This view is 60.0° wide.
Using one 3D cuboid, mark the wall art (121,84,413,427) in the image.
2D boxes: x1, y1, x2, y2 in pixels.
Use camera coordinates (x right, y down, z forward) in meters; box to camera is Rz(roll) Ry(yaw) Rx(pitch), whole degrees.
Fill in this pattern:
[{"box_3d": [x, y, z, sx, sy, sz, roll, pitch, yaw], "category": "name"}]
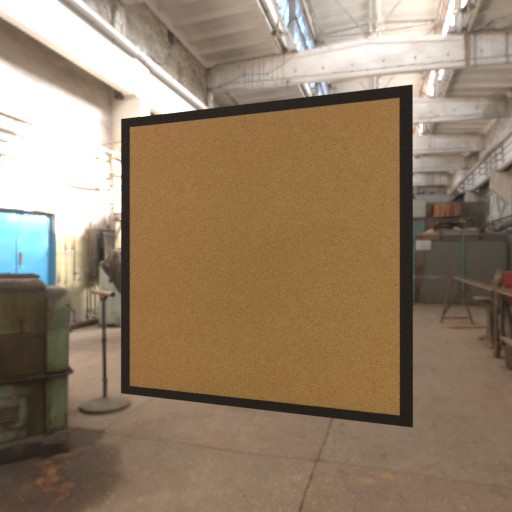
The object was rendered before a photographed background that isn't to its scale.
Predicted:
[{"box_3d": [0.000, 0.000, 0.458, 0.305, 0.304, 0.033, 0, 0, 19], "category": "wall art"}]
